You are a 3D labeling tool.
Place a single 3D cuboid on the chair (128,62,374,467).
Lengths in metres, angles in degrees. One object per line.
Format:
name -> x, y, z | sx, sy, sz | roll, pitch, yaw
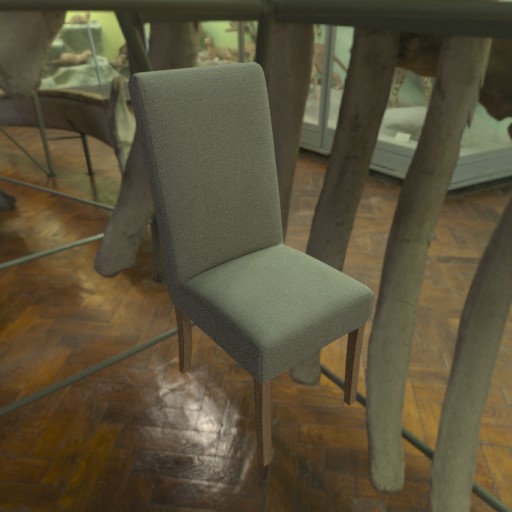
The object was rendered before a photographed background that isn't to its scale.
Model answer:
chair -> 0.000, 0.000, 1.374 | 0.450, 1.033, 0.611 | -21, 36, -32
